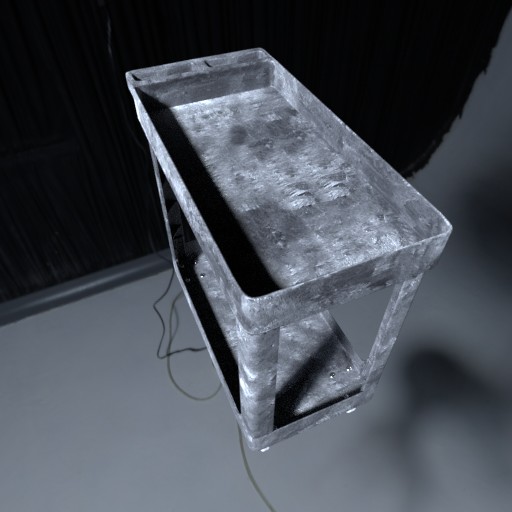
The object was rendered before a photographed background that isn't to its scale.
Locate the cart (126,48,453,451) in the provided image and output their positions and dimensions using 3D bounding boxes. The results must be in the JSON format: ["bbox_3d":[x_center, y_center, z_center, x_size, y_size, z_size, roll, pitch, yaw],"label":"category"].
[{"bbox_3d":[0.000,0.000,1.315,0.420,0.824,0.877,-18,50,-16],"label":"cart"}]
